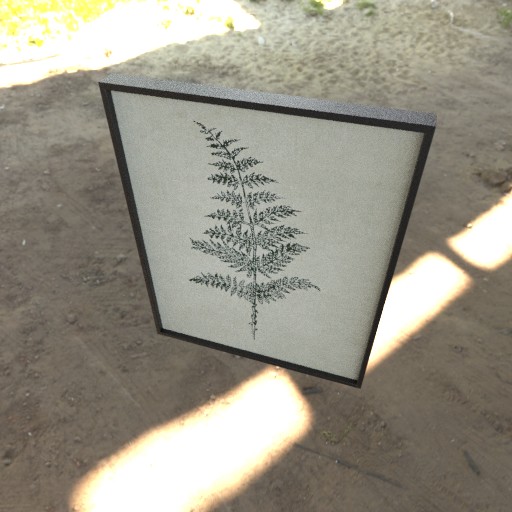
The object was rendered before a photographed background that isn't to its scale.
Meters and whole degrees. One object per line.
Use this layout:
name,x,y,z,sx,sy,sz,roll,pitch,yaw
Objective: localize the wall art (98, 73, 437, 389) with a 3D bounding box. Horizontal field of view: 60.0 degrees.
wall art,0.000,0.000,0.761,0.449,0.555,0.039,12,43,13
